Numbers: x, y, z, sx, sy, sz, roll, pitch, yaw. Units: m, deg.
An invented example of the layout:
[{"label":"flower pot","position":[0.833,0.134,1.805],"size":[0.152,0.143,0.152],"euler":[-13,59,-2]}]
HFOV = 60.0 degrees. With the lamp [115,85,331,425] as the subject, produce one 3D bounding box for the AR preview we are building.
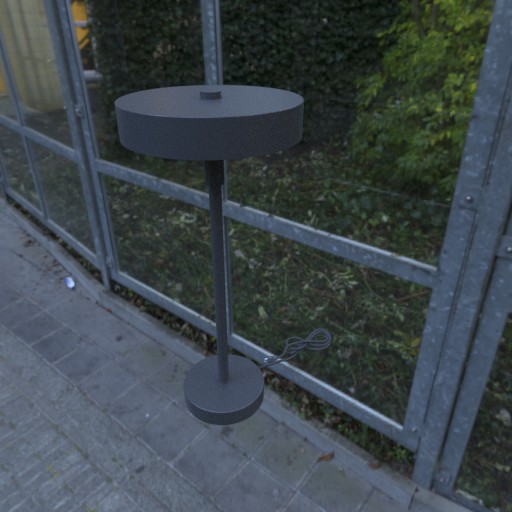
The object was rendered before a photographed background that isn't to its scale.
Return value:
[{"label":"lamp","position":[0.000,0.000,0.701],"size":[0.369,0.508,0.229],"euler":[-20,35,-33]}]
